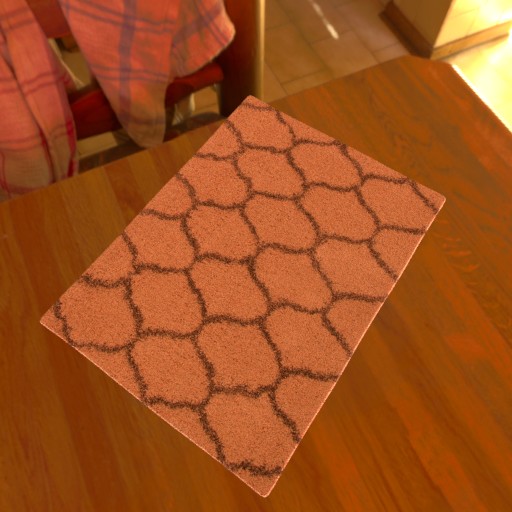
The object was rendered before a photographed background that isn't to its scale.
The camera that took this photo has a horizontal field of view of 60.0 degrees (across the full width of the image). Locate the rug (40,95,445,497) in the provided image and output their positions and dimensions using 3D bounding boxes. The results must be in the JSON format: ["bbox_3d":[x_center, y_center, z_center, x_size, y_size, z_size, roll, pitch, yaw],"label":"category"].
[{"bbox_3d":[0.000,0.000,2.069,1.200,0.025,1.600,32,69,14],"label":"rug"}]
